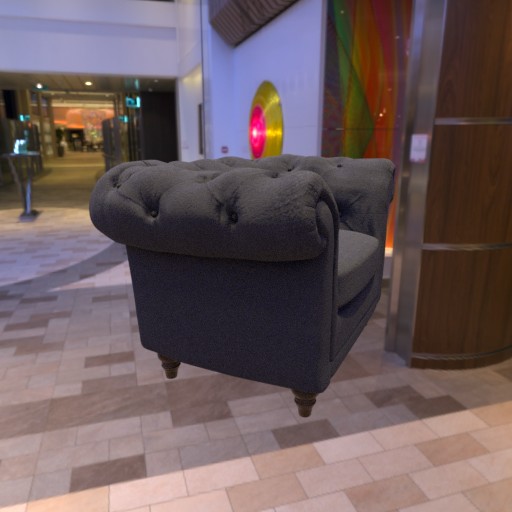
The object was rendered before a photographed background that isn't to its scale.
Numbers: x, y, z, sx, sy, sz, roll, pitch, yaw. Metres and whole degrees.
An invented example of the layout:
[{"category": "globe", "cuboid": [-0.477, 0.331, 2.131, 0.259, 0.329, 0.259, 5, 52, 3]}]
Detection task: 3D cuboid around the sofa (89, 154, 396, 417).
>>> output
[{"category": "sofa", "cuboid": [0.000, 0.000, 2.025, 1.032, 0.878, 1.405, 7, 16, 25]}]
